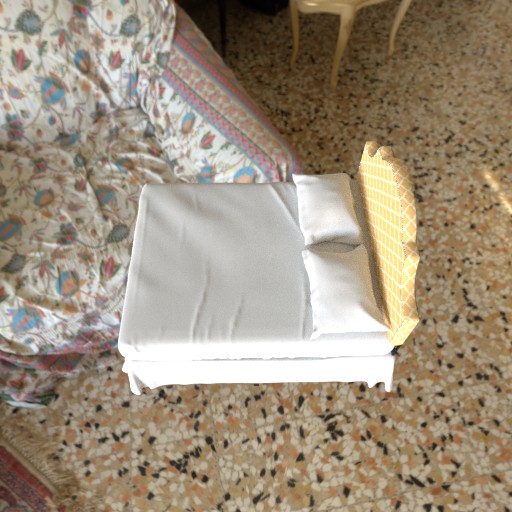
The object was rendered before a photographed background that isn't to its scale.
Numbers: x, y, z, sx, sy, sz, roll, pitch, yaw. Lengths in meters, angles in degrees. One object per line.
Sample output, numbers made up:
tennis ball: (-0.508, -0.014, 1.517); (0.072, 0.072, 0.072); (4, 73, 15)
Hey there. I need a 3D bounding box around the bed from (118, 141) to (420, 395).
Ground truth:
bed: (0.000, 0.000, 3.469); (2.222, 1.633, 1.780); (-1, 57, -1)
